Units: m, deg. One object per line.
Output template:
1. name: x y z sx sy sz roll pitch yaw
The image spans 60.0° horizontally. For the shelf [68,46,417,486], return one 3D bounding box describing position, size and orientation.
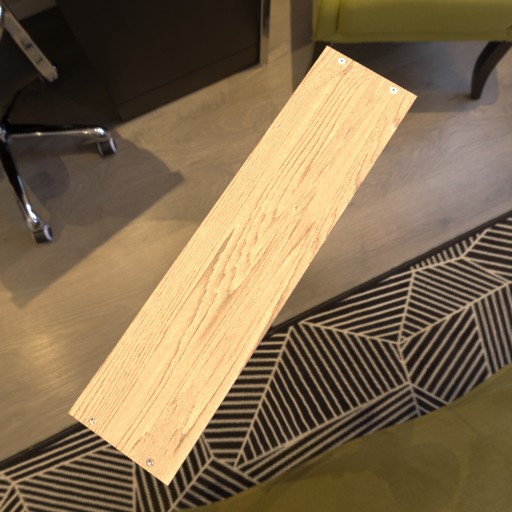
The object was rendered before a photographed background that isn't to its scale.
1. shelf: 0.000 0.000 0.669 0.150 0.170 0.610 33 80 7
